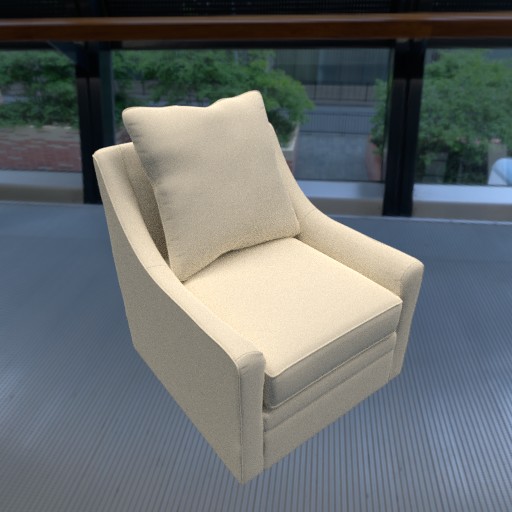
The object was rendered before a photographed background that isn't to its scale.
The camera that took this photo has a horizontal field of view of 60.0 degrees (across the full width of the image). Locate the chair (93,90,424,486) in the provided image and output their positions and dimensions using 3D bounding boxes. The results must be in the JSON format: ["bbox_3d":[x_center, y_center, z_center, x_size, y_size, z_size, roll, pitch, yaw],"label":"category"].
[{"bbox_3d":[0.000,0.000,1.555,0.756,0.965,0.876,-21,36,-32],"label":"chair"}]
